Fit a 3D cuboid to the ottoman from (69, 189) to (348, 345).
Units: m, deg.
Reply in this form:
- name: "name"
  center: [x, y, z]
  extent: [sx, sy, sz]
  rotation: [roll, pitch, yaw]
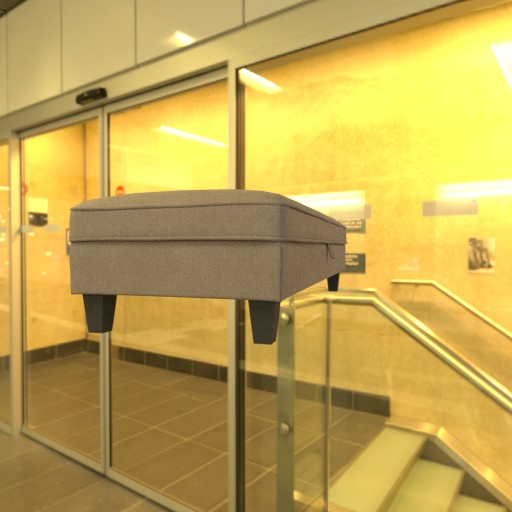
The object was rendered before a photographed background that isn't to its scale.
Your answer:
- name: "ottoman"
  center: [0.000, 0.000, 2.124]
  extent: [0.751, 0.470, 1.764]
  rotation: [0, 1, 17]
